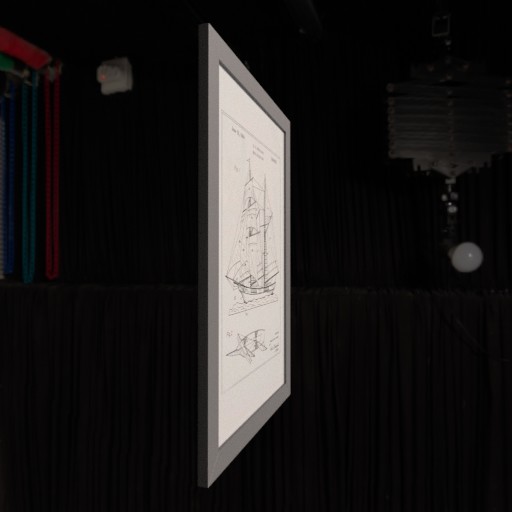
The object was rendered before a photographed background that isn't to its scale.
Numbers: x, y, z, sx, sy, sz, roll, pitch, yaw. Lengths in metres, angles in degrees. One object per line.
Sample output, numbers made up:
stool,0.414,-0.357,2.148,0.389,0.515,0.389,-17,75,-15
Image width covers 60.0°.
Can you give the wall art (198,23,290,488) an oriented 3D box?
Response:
wall art,0.000,0.000,0.690,0.013,0.534,0.380,0,-1,19
